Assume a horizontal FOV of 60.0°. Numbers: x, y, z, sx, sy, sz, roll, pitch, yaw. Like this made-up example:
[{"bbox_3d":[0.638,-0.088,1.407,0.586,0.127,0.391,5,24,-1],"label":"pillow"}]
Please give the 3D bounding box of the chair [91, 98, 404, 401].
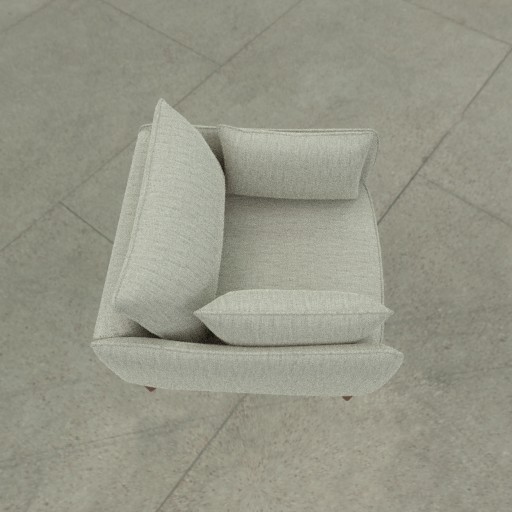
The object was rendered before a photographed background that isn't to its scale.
[{"bbox_3d":[0.000,0.000,1.735,0.991,0.855,0.994,2,62,1],"label":"chair"}]
